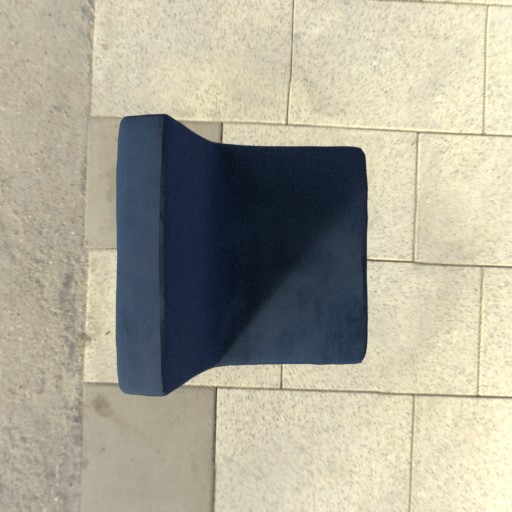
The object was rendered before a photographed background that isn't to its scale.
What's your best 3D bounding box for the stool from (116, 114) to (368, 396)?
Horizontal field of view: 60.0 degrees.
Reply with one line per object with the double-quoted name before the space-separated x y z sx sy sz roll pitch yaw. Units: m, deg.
"stool" 0.000 0.000 1.244 0.516 0.945 0.511 0 90 -1
